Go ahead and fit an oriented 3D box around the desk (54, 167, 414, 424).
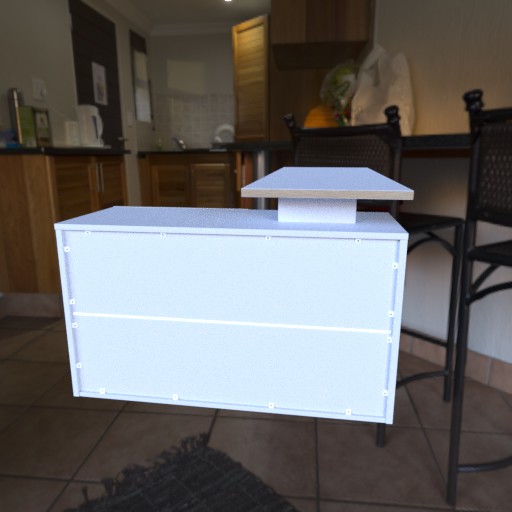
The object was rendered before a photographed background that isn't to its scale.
[{"bbox_3d":[0.000,0.000,2.072,1.098,0.755,1.404,2,14,8],"label":"desk"}]
